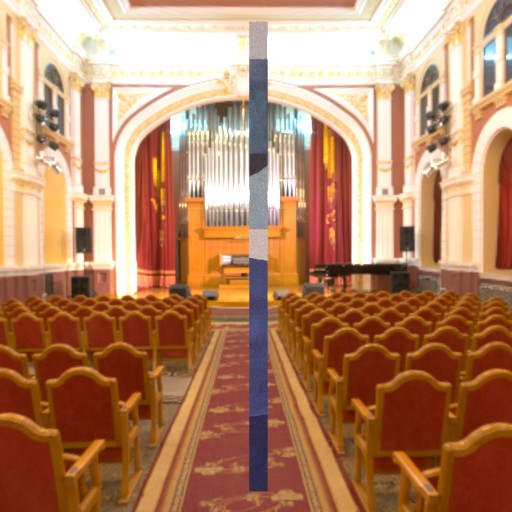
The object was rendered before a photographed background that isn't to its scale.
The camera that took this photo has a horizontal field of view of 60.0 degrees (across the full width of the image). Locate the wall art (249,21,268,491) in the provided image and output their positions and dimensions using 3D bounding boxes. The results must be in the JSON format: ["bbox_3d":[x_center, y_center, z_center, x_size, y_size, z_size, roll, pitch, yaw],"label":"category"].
[{"bbox_3d":[0.000,0.000,0.807,0.026,0.613,0.458,0,0,-1],"label":"wall art"}]
